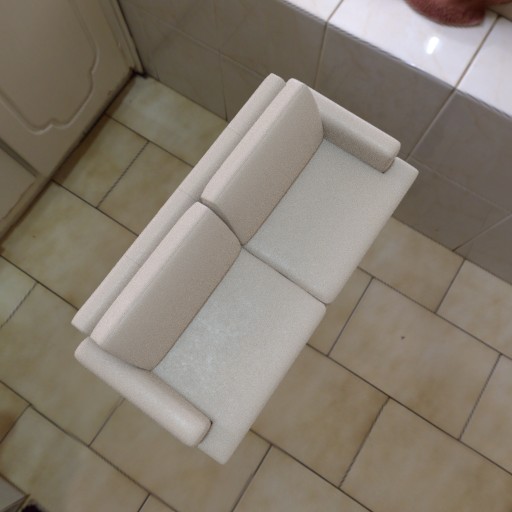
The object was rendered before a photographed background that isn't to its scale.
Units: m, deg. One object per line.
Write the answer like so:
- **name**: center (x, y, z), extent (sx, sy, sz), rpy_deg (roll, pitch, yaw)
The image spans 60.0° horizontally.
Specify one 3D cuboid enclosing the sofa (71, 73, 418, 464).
- **sofa**: center (0.000, 0.000, 2.421), extent (0.974, 0.765, 1.940), rpy_deg (34, 78, 8)
